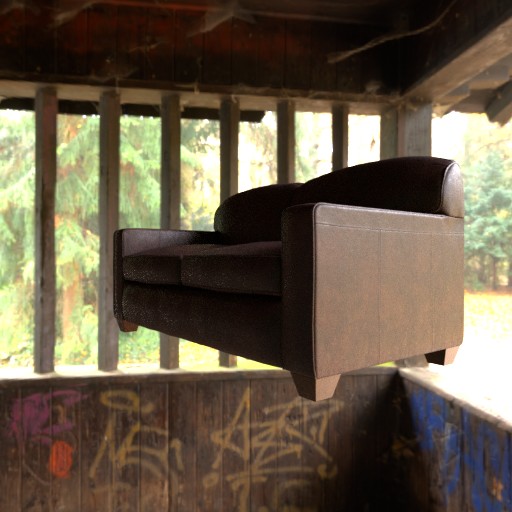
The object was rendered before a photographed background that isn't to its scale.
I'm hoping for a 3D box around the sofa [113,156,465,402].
[{"bbox_3d":[0.000,0.000,2.416,1.000,0.966,1.856,0,0,-37],"label":"sofa"}]
